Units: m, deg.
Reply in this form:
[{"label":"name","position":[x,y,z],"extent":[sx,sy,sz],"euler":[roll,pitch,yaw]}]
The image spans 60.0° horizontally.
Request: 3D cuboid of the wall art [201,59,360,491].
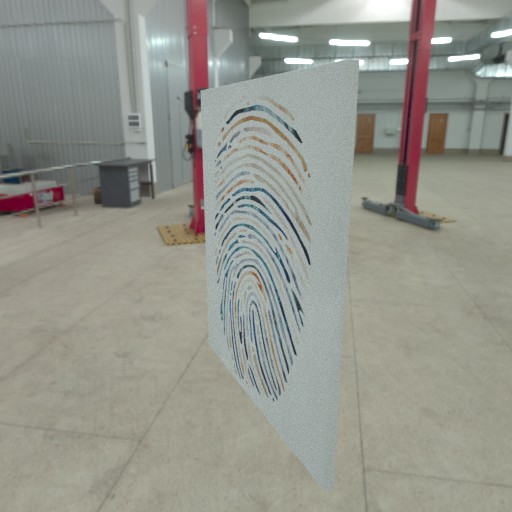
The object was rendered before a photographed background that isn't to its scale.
[{"label":"wall art","position":[0.000,0.000,0.958],"extent":[0.021,0.710,0.609],"euler":[-8,18,-24]}]
